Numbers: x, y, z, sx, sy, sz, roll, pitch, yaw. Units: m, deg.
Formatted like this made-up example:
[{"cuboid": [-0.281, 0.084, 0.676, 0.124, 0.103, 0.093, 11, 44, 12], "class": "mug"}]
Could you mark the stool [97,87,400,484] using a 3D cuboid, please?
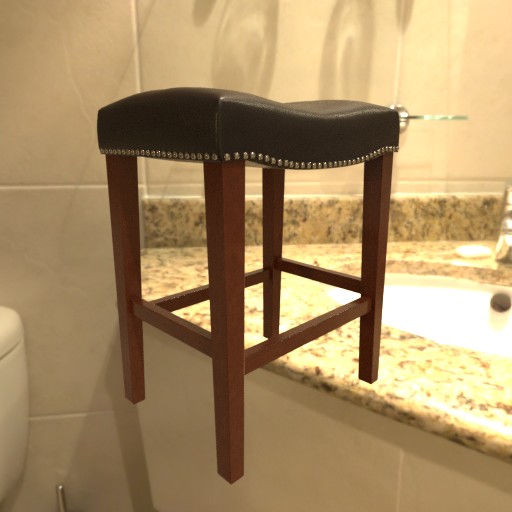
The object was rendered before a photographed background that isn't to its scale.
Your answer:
[{"cuboid": [0.000, 0.000, 0.959, 0.504, 0.654, 0.372, -15, 21, -43], "class": "stool"}]
